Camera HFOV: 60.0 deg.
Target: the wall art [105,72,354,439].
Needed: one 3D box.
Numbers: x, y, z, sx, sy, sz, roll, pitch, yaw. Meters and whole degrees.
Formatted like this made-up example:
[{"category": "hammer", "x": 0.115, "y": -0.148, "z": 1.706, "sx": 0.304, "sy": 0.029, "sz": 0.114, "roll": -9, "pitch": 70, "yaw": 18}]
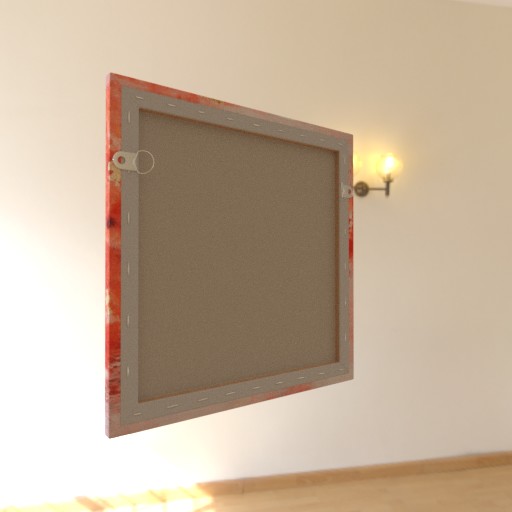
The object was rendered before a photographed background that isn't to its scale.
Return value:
[{"category": "wall art", "x": 0.000, "y": 0.000, "z": 1.322, "sx": 0.878, "sy": 0.878, "sz": 0.066, "roll": 0, "pitch": -1, "yaw": -37}]
